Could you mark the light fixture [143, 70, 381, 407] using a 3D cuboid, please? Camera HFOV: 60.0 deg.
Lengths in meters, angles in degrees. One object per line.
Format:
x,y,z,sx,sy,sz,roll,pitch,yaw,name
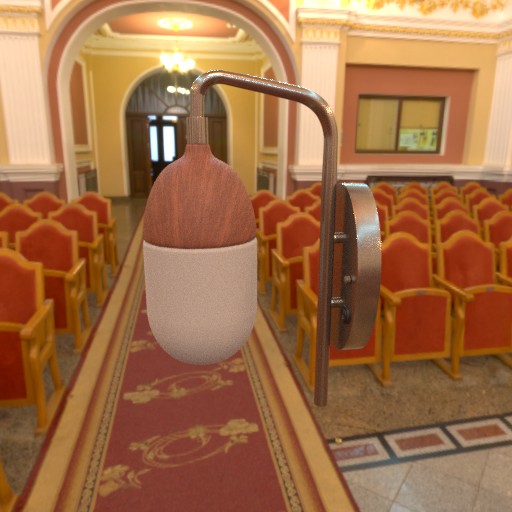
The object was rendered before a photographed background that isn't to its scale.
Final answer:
0.000,0.000,0.440,0.216,0.343,0.108,-2,14,-9,light fixture
